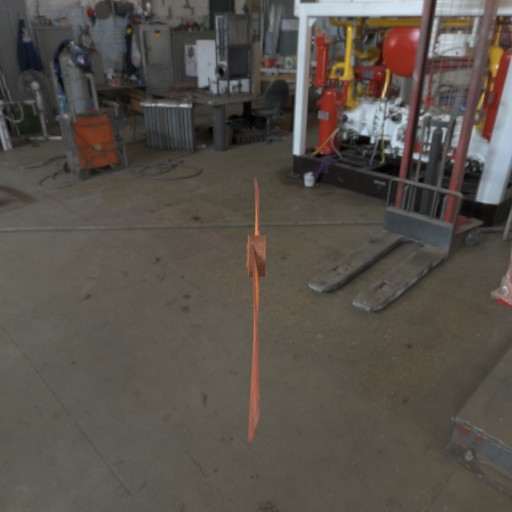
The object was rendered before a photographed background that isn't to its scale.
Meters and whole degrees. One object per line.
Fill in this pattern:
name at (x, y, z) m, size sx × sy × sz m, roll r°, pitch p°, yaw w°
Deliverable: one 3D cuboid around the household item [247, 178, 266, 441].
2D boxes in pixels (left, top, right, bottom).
household item at (0.000, 0.000, 1.220) m, size 0.051 × 0.121 × 1.181 m, roll 0°, pitch 28°, yaw 0°
